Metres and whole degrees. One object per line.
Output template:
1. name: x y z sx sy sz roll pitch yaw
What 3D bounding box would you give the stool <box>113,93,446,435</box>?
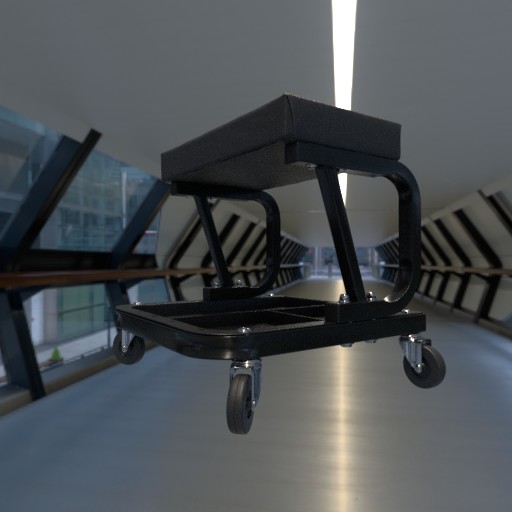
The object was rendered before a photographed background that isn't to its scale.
1. stool: 0.000 0.000 0.706 0.371 0.380 0.446 0 0 -35
